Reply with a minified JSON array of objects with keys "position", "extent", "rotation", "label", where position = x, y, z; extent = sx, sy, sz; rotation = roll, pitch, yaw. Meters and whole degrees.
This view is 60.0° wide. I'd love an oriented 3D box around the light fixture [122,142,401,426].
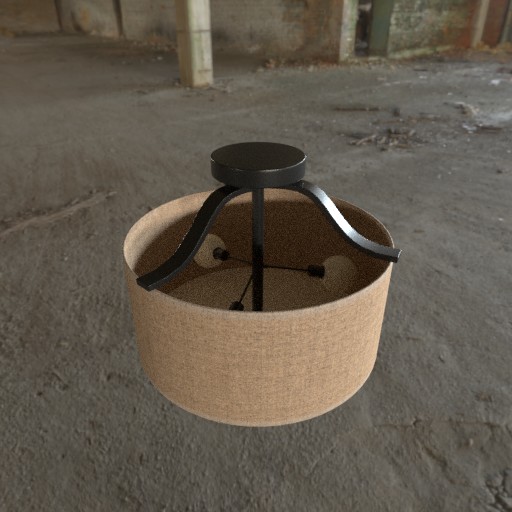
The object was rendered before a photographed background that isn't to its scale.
[{"position":[0.000,0.000,0.658],"extent":[0.390,0.306,0.390],"rotation":[0,30,0],"label":"light fixture"}]
